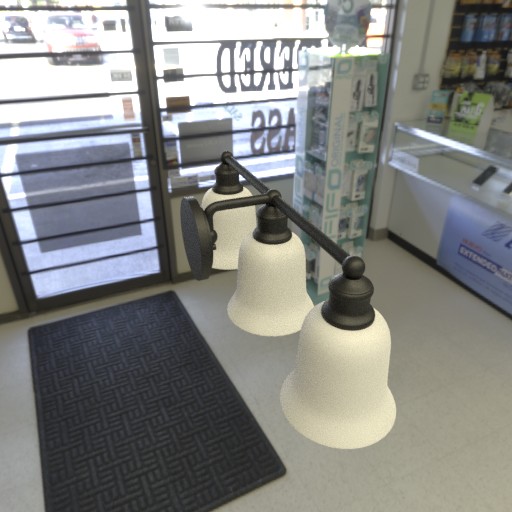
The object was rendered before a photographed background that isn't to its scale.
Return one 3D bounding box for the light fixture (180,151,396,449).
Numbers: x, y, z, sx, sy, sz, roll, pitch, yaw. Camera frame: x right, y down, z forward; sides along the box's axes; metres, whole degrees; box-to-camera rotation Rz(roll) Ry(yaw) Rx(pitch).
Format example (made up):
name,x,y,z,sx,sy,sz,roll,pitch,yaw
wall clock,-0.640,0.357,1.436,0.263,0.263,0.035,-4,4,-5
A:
name,x,y,z,sx,sy,sz,roll,pitch,yaw
light fixture,0.000,0.000,0.676,0.198,0.211,0.570,-11,31,-19
